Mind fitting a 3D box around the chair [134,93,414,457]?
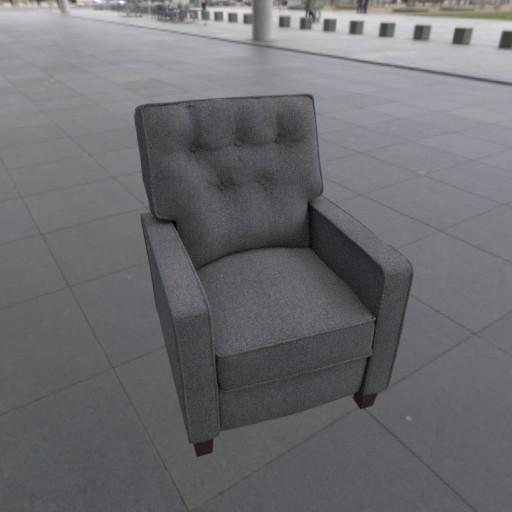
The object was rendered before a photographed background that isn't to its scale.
[{"bbox_3d":[0.000,0.000,1.413,0.650,0.889,0.775,-10,32,-16],"label":"chair"}]
